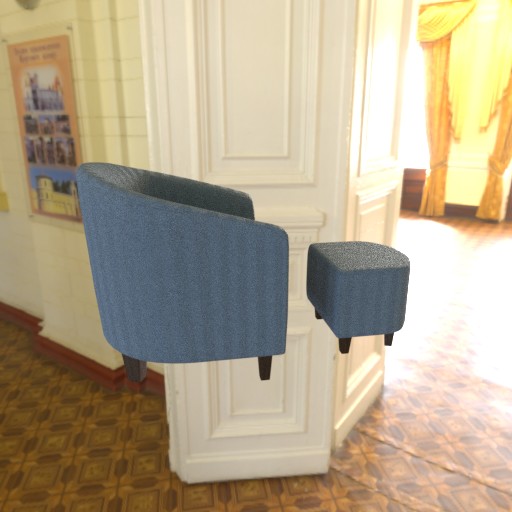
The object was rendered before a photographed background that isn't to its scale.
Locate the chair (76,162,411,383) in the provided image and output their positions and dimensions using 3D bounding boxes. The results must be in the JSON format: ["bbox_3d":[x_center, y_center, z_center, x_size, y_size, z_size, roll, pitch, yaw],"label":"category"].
[{"bbox_3d":[0.000,0.000,1.791,1.288,0.757,0.756,-3,18,-10],"label":"chair"}]
